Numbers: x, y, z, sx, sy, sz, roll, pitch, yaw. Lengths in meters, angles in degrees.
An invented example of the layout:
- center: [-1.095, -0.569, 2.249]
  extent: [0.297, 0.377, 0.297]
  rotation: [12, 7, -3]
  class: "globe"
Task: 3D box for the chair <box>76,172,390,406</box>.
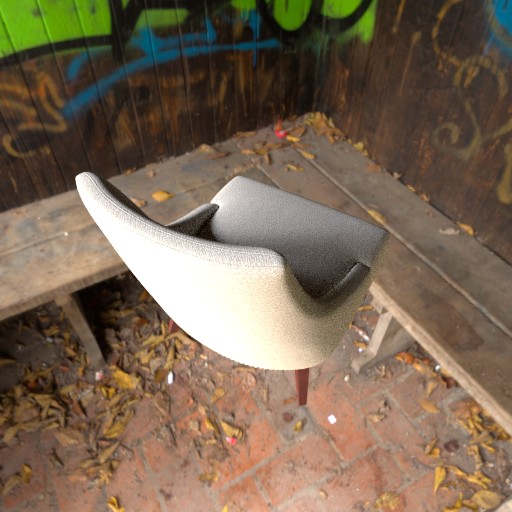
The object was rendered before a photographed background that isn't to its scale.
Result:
- center: [0.000, 0.000, 1.461]
  extent: [0.701, 0.909, 0.861]
  rotation: [24, 51, 20]
  class: "chair"
